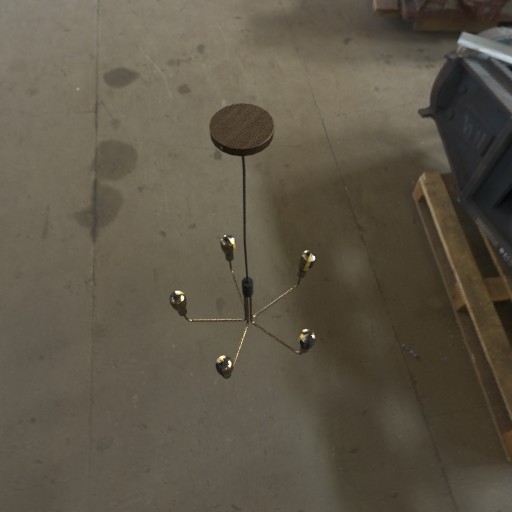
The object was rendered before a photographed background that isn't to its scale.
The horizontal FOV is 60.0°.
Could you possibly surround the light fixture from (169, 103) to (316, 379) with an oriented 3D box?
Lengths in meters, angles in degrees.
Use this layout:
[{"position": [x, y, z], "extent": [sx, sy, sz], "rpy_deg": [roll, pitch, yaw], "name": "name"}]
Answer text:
[{"position": [0.000, 0.000, 1.371], "extent": [0.532, 1.059, 0.588], "rpy_deg": [32, 64, 17], "name": "light fixture"}]
